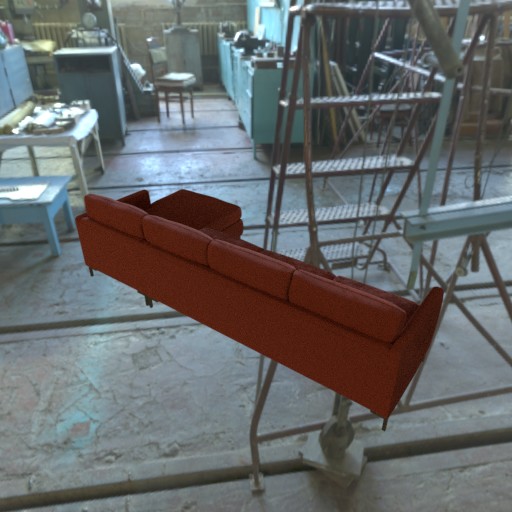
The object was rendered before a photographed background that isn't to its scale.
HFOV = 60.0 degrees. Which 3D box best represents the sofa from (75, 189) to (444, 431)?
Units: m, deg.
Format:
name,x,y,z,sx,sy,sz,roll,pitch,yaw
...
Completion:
name,x,y,z,sx,sy,sz,roll,pitch,yaw
sofa,0.000,0.000,3.618,2.932,0.810,1.350,21,36,31
